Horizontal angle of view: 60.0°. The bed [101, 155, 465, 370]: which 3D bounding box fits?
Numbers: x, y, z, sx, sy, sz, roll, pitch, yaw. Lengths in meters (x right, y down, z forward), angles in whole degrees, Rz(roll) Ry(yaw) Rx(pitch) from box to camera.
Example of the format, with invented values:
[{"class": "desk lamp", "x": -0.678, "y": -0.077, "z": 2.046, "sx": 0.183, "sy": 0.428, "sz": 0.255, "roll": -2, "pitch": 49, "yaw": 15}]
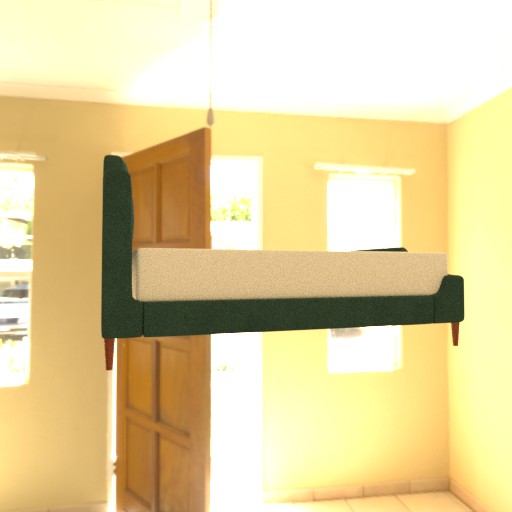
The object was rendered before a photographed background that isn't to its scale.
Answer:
[{"class": "bed", "x": 0.000, "y": 0.000, "z": 3.599, "sx": 2.340, "sy": 1.245, "sz": 2.074, "roll": 1, "pitch": -2, "yaw": -18}]
